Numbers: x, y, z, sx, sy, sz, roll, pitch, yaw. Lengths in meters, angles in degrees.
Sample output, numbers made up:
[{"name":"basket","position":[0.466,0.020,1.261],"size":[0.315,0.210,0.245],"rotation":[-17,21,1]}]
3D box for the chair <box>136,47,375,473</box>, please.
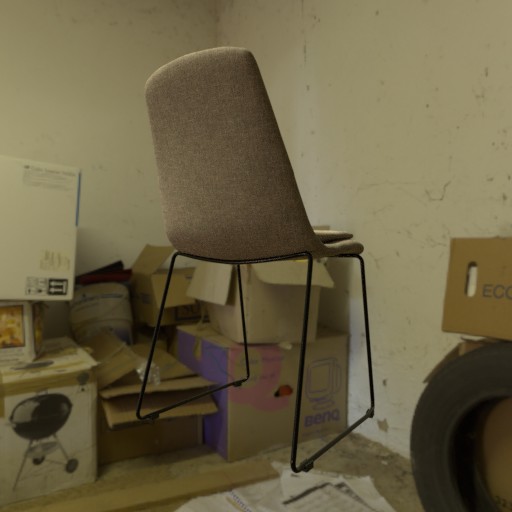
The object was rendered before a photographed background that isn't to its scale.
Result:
[{"name":"chair","position":[0.000,0.000,1.146],"size":[0.479,0.858,0.518],"rotation":[0,1,36]}]
